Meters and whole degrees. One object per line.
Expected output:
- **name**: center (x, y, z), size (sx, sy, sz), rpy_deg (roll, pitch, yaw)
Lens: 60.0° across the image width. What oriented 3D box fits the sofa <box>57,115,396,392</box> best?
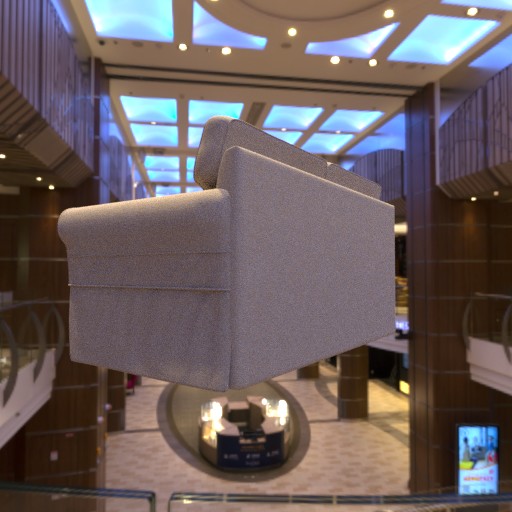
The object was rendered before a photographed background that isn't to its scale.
- **sofa**: center (0.000, 0.000, 2.368), size (0.991, 0.940, 1.727), rpy_deg (-1, -2, 35)
